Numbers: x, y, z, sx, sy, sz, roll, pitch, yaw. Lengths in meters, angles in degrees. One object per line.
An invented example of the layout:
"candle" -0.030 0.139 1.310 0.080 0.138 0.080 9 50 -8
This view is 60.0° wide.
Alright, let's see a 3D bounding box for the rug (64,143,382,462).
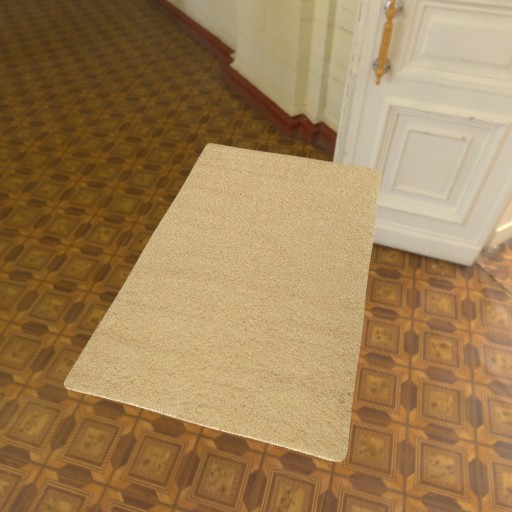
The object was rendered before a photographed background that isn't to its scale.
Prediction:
"rug" 0.000 0.000 2.980 1.500 0.026 2.349 11 49 10
